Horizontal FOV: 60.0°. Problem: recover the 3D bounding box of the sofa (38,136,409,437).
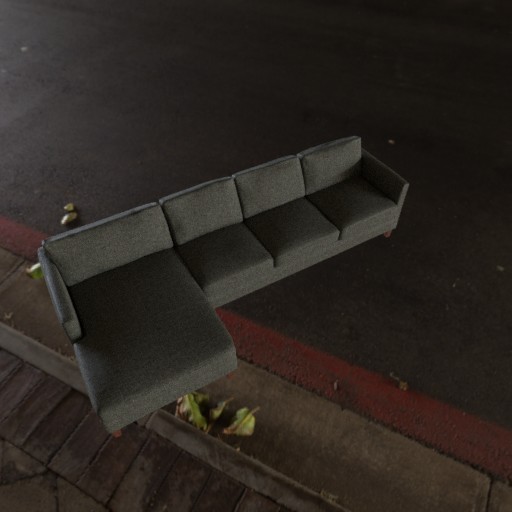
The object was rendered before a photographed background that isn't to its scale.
[{"bbox_3d":[0.000,0.000,4.108,3.485,0.960,1.635,-23,50,-21],"label":"sofa"}]
